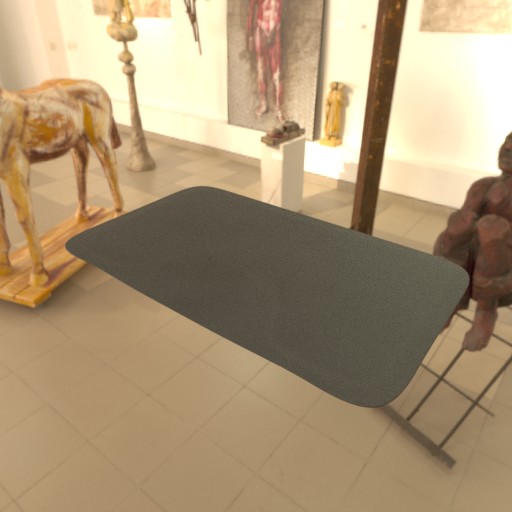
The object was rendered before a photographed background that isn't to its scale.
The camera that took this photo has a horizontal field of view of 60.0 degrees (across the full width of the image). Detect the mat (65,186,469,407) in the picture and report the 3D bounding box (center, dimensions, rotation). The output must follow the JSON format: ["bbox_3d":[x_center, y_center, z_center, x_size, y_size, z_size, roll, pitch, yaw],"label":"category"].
[{"bbox_3d":[0.000,0.000,1.835,1.524,0.013,0.918,22,37,32],"label":"mat"}]
